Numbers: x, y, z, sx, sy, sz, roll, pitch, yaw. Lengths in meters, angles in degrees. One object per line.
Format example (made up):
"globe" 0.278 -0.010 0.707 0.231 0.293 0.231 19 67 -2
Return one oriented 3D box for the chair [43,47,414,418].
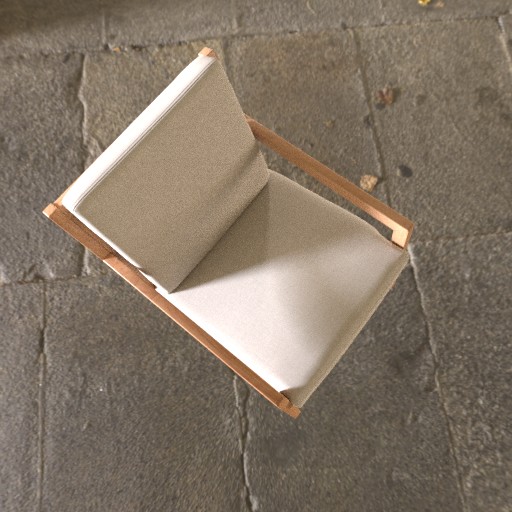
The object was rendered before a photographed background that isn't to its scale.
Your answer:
"chair" 0.000 0.000 1.401 0.857 0.790 0.622 38 78 9
